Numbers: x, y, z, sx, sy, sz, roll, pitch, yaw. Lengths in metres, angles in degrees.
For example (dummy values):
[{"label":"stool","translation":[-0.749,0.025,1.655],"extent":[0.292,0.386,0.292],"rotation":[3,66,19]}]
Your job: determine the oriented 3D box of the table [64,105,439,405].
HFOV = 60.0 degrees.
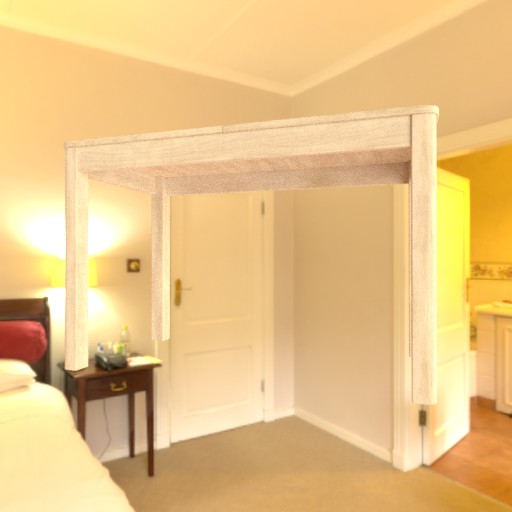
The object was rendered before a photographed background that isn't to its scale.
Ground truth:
[{"label":"table","translation":[0.000,0.000,1.889],"extent":[1.400,0.900,0.750],"rotation":[0,0,18]}]
